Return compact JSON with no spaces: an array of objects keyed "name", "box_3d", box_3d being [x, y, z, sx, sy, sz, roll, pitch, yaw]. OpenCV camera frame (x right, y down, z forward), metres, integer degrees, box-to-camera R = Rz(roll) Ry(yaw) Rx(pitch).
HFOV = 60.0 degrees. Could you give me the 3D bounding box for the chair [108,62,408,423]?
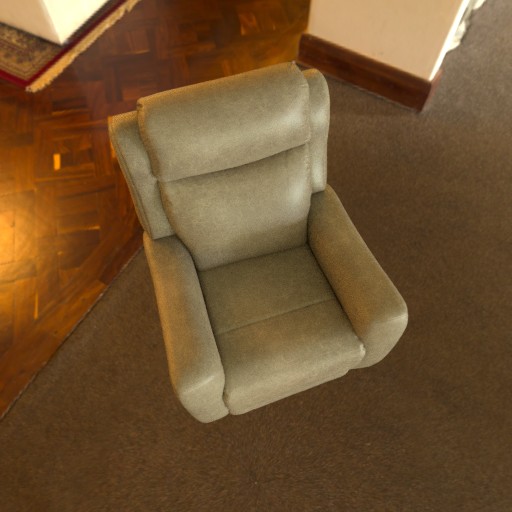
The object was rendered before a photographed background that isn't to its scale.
[{"name":"chair","box_3d":[0.000,0.000,1.901,0.967,1.116,1.068,-16,64,-8]}]
